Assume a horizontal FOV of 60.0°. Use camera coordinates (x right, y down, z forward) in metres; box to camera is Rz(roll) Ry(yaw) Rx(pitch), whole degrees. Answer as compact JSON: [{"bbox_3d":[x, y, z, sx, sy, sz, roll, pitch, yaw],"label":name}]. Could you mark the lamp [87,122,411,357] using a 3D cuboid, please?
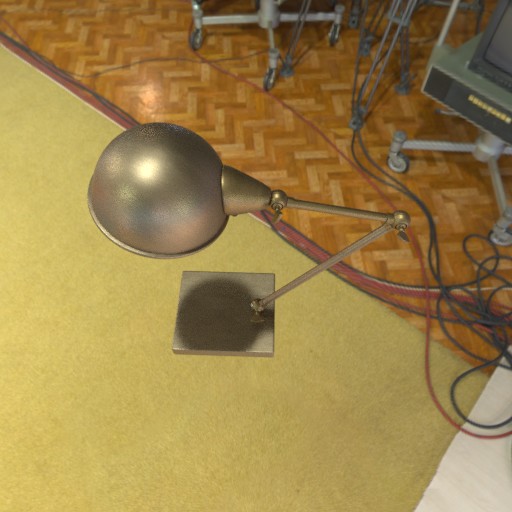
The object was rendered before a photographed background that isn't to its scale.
[{"bbox_3d":[0.000,0.000,0.556,0.339,0.371,0.149,2,58,1],"label":"lamp"}]
